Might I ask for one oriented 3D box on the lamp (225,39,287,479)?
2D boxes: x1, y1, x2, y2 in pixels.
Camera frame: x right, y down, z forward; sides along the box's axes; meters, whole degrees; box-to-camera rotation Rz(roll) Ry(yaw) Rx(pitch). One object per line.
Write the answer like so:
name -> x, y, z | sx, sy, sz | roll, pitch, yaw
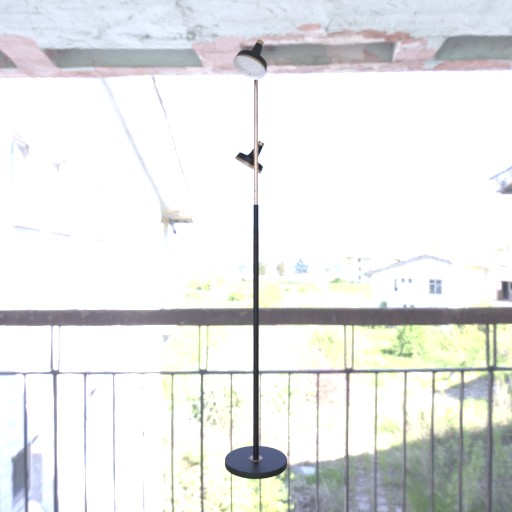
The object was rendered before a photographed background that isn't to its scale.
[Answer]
lamp -> 0.000, 0.000, 1.794 | 0.253, 1.674, 0.351 | 0, -1, 0
